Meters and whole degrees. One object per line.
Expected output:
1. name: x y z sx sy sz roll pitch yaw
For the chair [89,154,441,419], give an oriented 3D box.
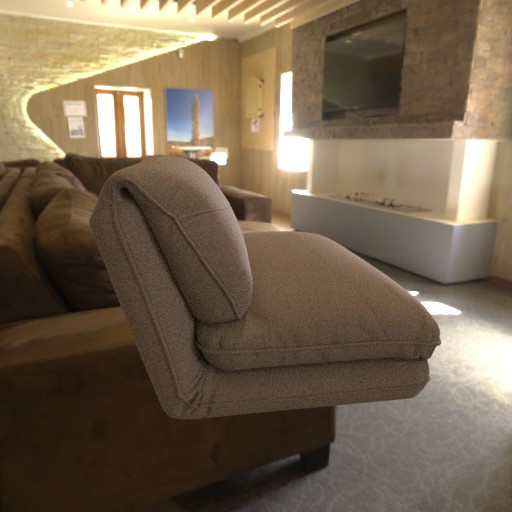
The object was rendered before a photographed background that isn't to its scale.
1. chair: 0.000 0.000 1.320 0.780 0.580 0.820 -2 15 -9
